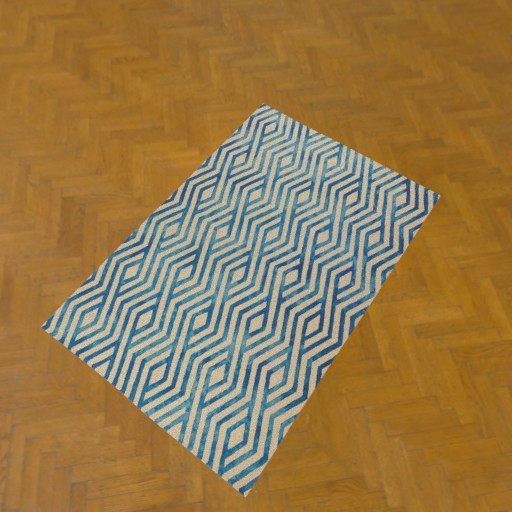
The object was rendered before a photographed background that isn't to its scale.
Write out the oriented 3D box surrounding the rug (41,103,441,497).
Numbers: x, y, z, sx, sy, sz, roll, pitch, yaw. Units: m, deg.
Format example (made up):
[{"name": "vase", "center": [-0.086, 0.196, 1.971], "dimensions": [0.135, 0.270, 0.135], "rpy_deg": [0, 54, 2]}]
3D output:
[{"name": "rug", "center": [0.000, 0.000, 2.300], "dimensions": [1.225, 0.008, 1.830], "rpy_deg": [33, 67, 16]}]
